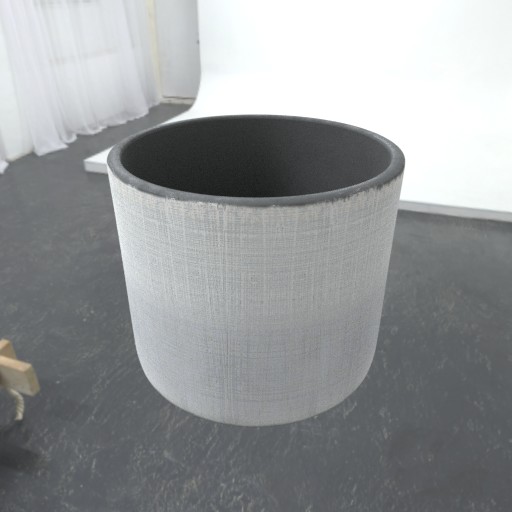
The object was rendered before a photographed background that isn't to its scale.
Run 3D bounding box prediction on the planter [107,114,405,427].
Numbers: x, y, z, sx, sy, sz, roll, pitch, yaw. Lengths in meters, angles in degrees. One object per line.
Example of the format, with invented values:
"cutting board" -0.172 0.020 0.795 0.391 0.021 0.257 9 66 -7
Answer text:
"planter" 0.000 0.000 0.438 0.254 0.221 0.254 0 30 0
